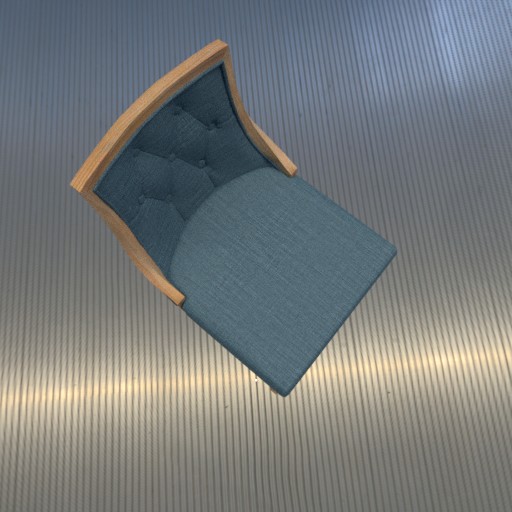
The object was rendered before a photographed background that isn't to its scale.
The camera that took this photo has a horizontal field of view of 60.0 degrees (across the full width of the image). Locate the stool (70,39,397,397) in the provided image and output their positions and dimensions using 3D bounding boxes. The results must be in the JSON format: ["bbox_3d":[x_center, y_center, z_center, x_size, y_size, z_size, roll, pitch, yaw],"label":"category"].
[{"bbox_3d":[0.000,0.000,1.291,0.626,0.938,0.524,38,78,10],"label":"stool"}]
